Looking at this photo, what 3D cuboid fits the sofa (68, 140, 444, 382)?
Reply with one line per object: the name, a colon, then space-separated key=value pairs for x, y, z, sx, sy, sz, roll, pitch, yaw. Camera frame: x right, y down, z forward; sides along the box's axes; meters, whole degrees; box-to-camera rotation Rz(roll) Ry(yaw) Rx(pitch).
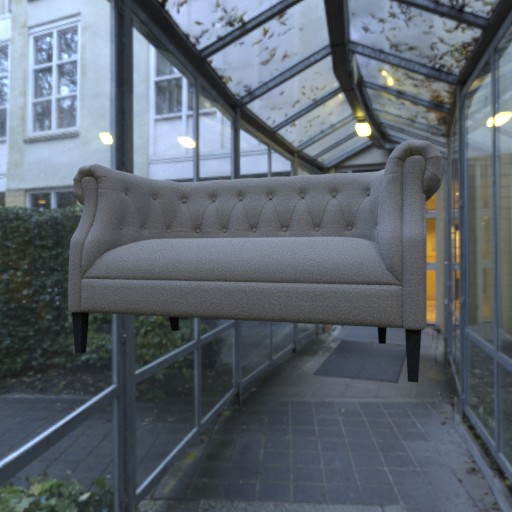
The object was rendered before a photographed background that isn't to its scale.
sofa: x=0.000 y=0.000 z=2.031 sx=1.558 sy=0.827 sz=0.835 roll=0 pitch=0 yaw=18
